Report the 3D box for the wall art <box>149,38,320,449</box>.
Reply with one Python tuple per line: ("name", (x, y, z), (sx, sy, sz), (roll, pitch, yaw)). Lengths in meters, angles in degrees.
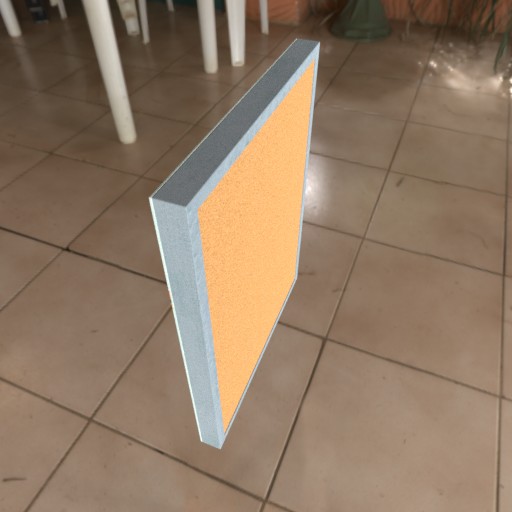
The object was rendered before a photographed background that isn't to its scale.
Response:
("wall art", (0.000, 0.000, 0.690), (0.037, 0.509, 0.409), (16, 47, 15))
